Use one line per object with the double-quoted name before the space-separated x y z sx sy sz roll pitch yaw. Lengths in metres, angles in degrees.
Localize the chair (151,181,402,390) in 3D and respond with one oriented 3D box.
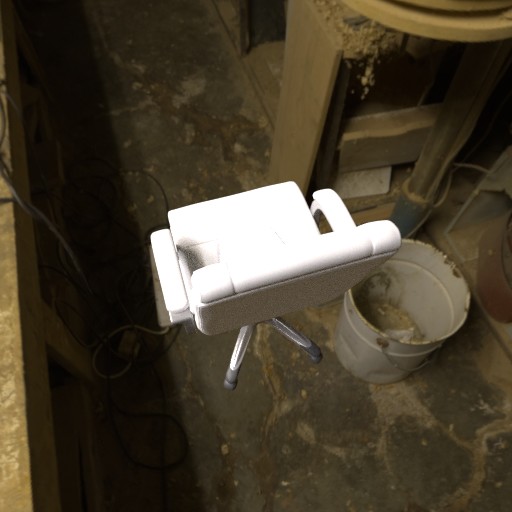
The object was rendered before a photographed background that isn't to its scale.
"chair" 0.000 0.000 1.579 0.687 1.120 0.738 -15 60 -9
